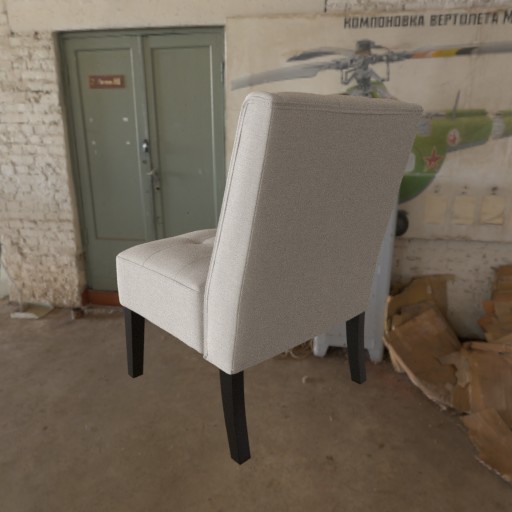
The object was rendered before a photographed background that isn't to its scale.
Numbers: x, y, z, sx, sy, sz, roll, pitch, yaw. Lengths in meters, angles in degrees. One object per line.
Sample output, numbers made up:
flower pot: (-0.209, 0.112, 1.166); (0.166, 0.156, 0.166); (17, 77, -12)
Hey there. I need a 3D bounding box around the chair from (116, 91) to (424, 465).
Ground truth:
chair: (0.000, 0.000, 1.289); (0.569, 0.853, 0.676); (-15, 22, -41)
